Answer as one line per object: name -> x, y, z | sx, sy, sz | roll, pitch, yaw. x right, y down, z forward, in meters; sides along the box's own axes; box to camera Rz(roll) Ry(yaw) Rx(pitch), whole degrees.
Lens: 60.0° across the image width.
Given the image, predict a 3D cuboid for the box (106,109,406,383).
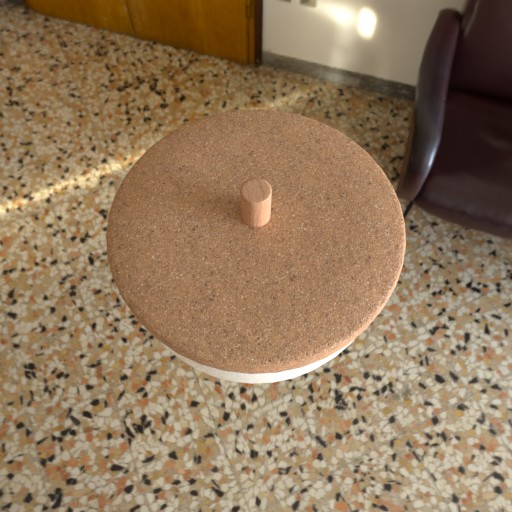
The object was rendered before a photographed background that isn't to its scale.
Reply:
box -> 0.000, 0.000, 0.186 | 0.107, 0.094, 0.107 | 0, 63, 0
